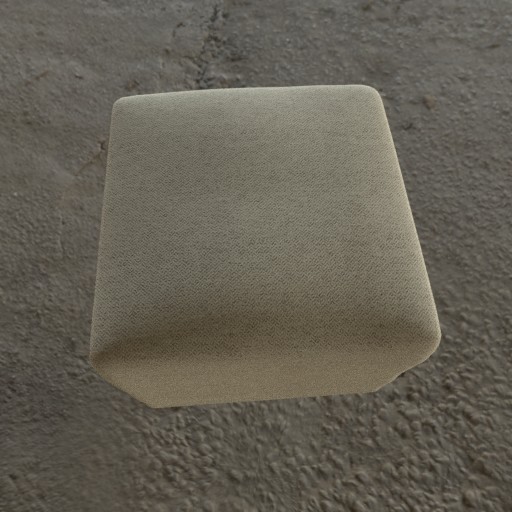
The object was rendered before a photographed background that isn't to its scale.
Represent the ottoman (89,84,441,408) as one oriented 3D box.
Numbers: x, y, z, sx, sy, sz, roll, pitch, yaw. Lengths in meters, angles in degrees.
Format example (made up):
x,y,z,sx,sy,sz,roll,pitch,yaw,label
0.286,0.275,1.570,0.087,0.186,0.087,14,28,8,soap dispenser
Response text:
x,y,z,sx,sy,sz,roll,pitch,yaw,label
0.000,0.000,0.898,0.512,0.453,0.521,-4,64,-2,ottoman
